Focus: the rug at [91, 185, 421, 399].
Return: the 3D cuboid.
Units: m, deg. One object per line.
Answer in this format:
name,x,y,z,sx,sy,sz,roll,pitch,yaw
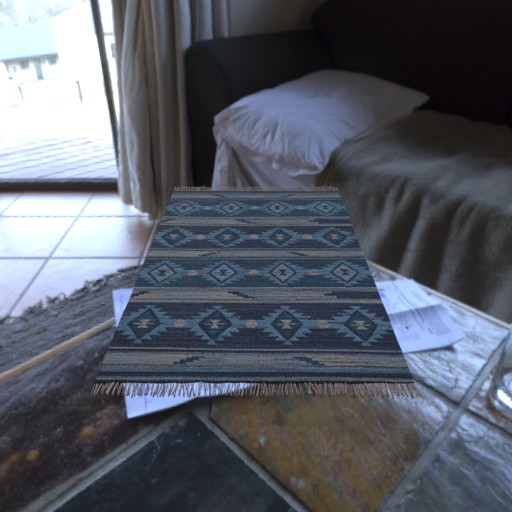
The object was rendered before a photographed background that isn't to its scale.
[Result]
rug,0.000,0.000,2.391,1.181,0.028,1.936,0,31,0
